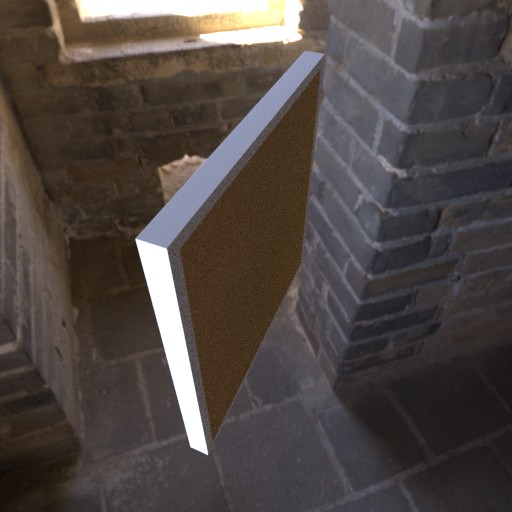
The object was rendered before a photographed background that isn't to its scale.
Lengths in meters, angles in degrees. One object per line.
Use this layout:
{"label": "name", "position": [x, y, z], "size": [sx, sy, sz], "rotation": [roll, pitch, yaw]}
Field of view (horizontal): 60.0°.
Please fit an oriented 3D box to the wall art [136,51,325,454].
{"label": "wall art", "position": [0.000, 0.000, 0.766], "size": [0.035, 0.507, 0.508], "rotation": [17, 48, 16]}
